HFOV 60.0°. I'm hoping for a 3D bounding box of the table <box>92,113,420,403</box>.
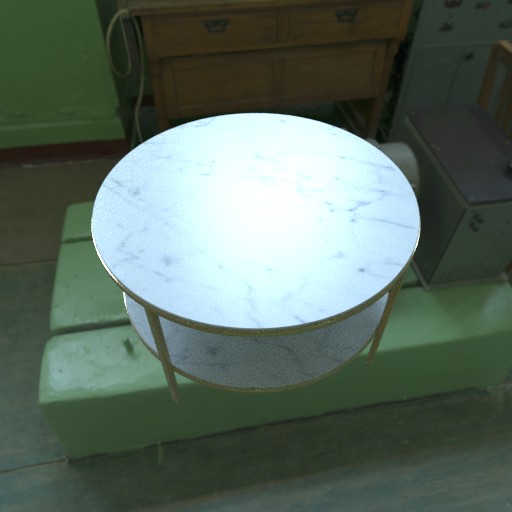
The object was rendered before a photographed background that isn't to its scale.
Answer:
[{"bbox_3d":[0.000,0.000,1.271,0.800,0.450,0.800,0,47,0],"label":"table"}]
